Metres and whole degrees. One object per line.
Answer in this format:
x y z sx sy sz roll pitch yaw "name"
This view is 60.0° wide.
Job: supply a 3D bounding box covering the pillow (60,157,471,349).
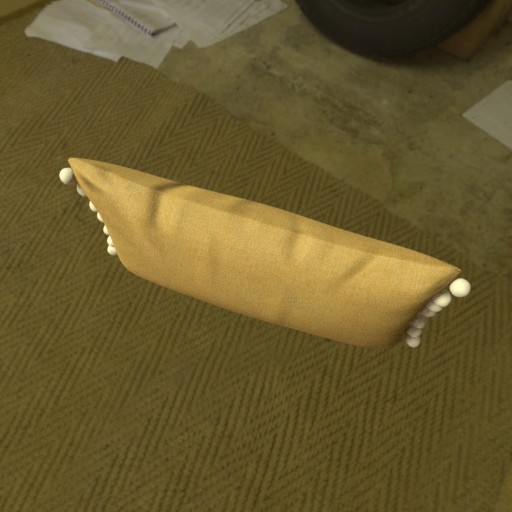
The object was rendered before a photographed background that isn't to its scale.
0.000 0.000 0.834 0.709 0.322 0.201 16 63 9 "pillow"
